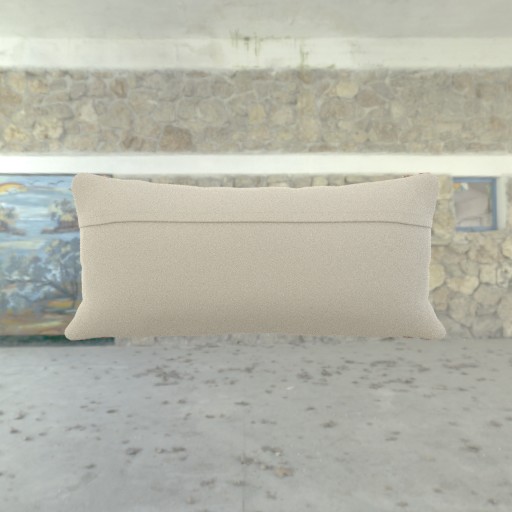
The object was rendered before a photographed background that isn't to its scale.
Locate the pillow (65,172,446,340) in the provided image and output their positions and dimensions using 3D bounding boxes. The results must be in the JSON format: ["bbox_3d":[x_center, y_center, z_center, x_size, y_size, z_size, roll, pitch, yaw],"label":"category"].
[{"bbox_3d":[0.000,0.000,0.737,0.635,0.282,0.139,0,-1,0],"label":"pillow"}]
